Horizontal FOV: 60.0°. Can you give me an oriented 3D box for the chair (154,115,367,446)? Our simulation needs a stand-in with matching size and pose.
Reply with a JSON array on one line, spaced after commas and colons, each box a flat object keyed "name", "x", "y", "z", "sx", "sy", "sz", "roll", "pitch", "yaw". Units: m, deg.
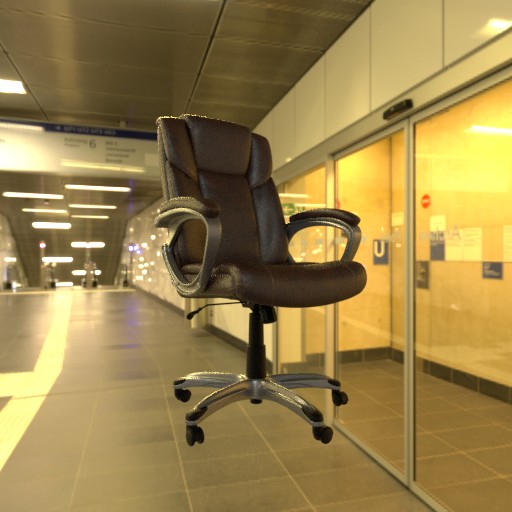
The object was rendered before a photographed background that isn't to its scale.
[{"name": "chair", "x": 0.000, "y": 0.000, "z": 1.597, "sx": 0.656, "sy": 1.128, "sz": 0.692, "roll": 0, "pitch": 0, "yaw": -35}]
